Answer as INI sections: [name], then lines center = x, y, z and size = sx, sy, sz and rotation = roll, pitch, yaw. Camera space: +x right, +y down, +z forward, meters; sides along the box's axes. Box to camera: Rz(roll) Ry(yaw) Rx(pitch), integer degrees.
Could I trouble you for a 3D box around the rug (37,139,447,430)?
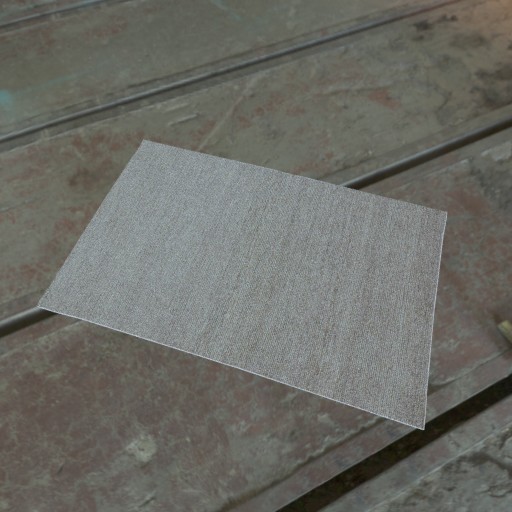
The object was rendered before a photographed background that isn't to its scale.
[rug]
center = 0.000, 0.000, 2.215
size = 1.792, 0.021, 1.154
rotation = 15, 59, 9
